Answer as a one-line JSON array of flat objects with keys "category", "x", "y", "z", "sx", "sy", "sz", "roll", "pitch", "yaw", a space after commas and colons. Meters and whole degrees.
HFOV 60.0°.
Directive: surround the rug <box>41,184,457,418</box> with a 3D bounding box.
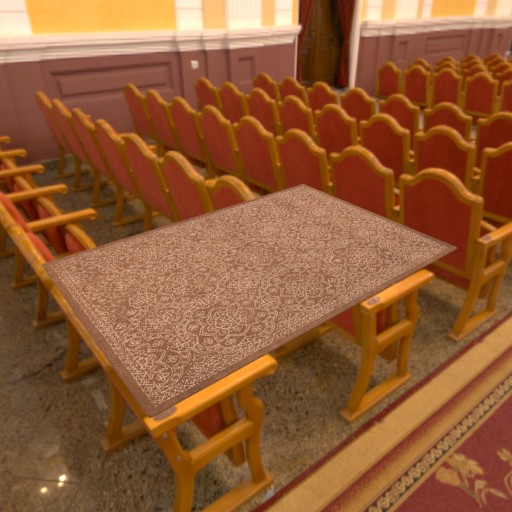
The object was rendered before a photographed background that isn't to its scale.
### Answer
[{"category": "rug", "x": 0.000, "y": 0.000, "z": 2.911, "sx": 2.286, "sy": 0.011, "sz": 1.524, "roll": -21, "pitch": 36, "yaw": -32}]
